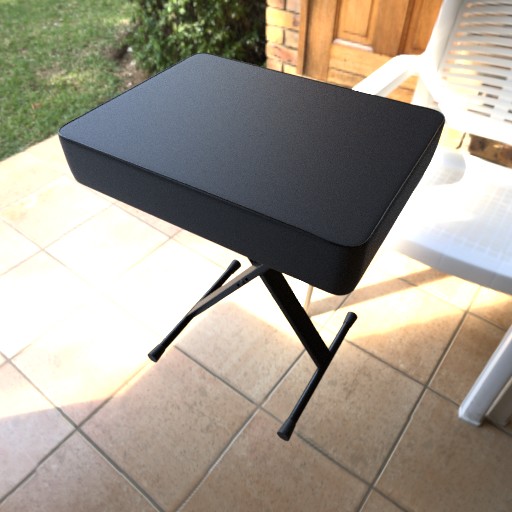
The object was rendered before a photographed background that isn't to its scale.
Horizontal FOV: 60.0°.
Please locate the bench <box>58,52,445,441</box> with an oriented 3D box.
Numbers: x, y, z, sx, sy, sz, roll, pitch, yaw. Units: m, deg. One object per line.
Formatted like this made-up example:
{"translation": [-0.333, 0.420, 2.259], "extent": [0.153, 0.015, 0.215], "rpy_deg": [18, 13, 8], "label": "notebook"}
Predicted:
{"translation": [0.000, 0.000, 0.761], "extent": [0.424, 0.500, 0.321], "rpy_deg": [24, 50, 22], "label": "bench"}
